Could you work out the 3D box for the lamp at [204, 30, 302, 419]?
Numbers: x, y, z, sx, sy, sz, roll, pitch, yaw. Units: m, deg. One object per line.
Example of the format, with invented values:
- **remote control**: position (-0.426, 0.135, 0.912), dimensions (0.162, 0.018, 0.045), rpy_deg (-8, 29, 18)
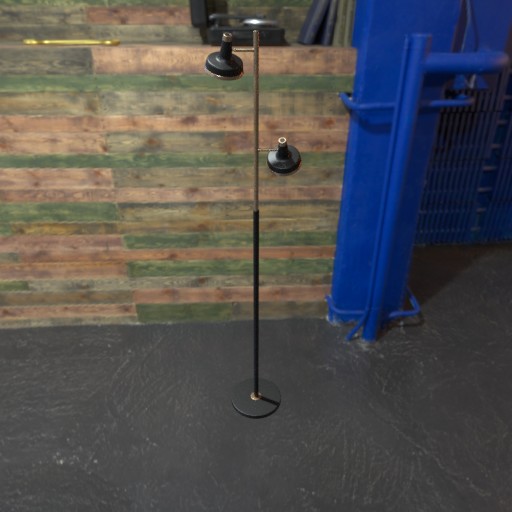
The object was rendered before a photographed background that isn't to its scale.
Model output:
- **lamp**: position (0.000, 0.000, 1.846), dimensions (0.351, 1.674, 0.253), rpy_deg (-1, 30, -1)
